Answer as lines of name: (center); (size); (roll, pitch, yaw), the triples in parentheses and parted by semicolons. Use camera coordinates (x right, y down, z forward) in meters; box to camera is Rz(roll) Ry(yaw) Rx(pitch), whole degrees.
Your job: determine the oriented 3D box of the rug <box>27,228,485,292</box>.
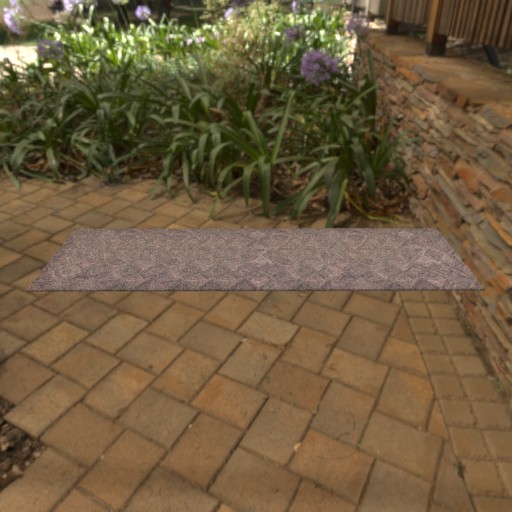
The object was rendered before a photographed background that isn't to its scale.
rug: (0.000, 0.000, 2.508); (2.296, 0.011, 0.691); (0, 30, 0)
